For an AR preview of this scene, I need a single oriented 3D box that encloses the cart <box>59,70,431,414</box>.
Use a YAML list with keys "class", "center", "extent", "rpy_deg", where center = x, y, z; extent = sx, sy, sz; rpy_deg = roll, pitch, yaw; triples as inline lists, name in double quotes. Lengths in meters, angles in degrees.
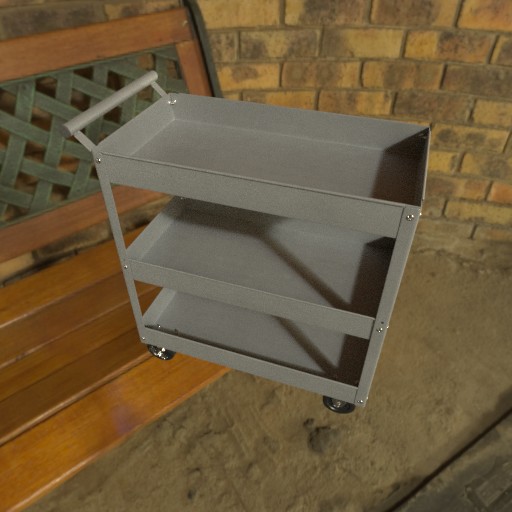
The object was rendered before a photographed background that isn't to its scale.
- class: "cart"
  center: [0.000, 0.000, 1.182]
  extent: [0.719, 0.780, 0.366]
  rpy_deg: [13, 42, 14]
